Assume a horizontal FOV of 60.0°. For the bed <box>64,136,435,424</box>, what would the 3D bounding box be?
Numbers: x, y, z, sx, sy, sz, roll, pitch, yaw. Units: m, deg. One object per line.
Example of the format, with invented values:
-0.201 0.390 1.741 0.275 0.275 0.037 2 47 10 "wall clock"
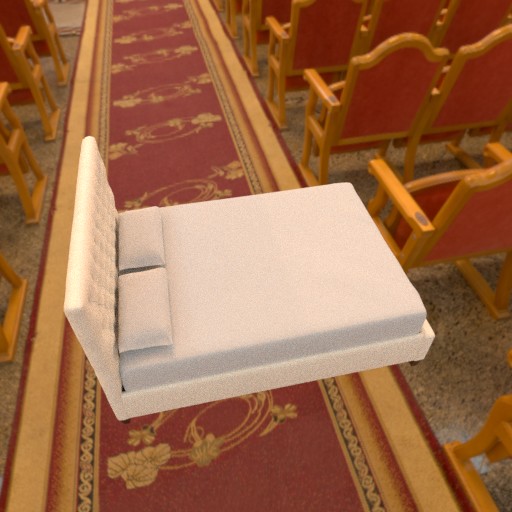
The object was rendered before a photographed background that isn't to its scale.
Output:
0.000 0.000 3.480 2.387 1.427 1.698 -9 47 -8 "bed"
